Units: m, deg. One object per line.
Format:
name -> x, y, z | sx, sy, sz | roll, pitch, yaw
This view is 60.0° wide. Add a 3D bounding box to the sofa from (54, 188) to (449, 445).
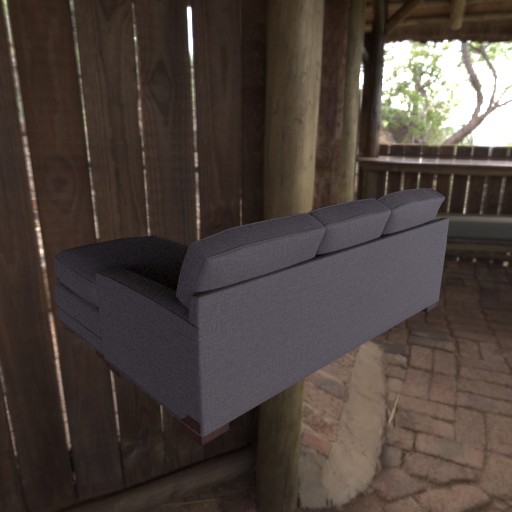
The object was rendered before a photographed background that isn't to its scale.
sofa -> 0.000, 0.000, 3.267 | 2.370, 0.973, 1.790 | -15, 22, -41
